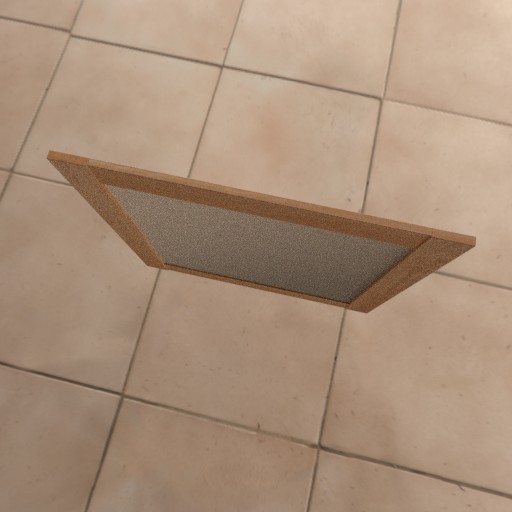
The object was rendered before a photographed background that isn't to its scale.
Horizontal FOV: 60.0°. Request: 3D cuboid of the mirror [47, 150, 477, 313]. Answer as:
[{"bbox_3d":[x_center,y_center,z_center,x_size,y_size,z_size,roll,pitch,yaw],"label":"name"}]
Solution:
[{"bbox_3d":[0.000,0.000,1.194,0.800,0.800,0.020,12,74,3],"label":"mirror"}]
